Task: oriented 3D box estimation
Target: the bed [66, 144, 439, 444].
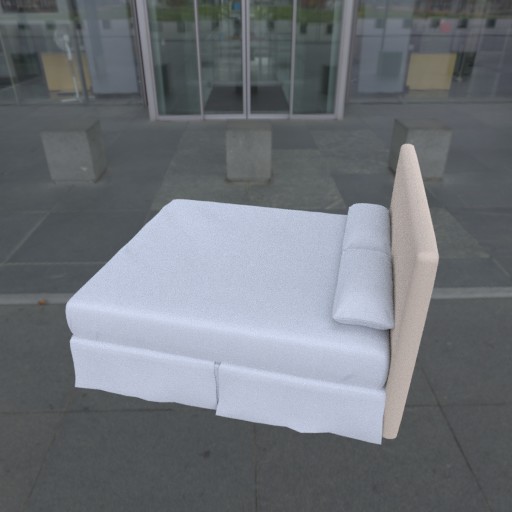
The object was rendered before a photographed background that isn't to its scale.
[{"bbox_3d":[0.000,0.000,3.252,2.142,1.330,1.884,7,31,12],"label":"bed"}]
